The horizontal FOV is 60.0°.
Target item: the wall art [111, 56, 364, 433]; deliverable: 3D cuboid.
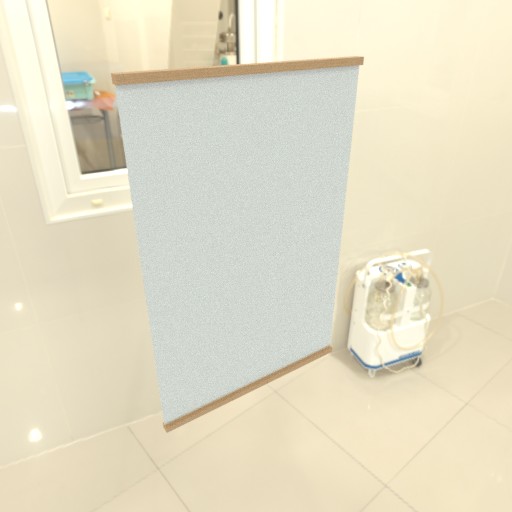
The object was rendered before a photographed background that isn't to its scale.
[{"bbox_3d":[0.000,0.000,0.638,0.335,0.510,0.013,-18,34,-29],"label":"wall art"}]
